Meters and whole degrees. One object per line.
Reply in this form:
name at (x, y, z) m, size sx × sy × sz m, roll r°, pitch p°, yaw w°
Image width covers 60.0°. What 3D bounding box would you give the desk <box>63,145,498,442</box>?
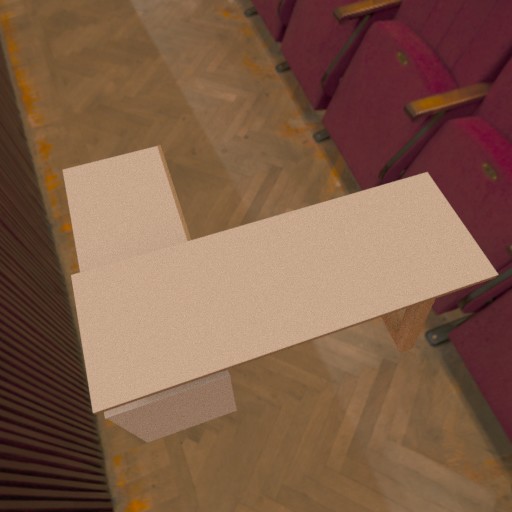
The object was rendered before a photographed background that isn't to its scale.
desk at (0.000, 0.000, 2.010) m, size 1.404 × 0.755 × 1.098 m, roll -17°, pitch 62°, yaw -9°
